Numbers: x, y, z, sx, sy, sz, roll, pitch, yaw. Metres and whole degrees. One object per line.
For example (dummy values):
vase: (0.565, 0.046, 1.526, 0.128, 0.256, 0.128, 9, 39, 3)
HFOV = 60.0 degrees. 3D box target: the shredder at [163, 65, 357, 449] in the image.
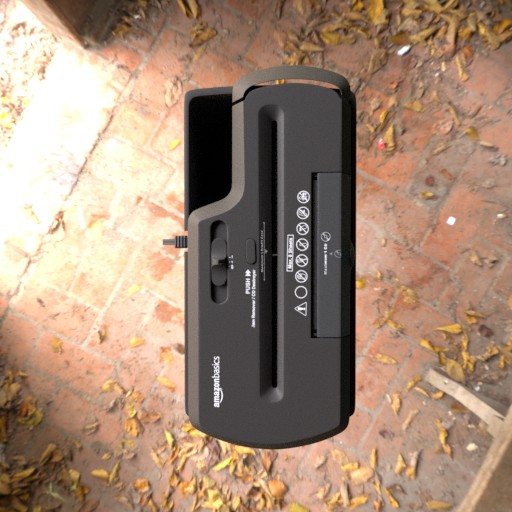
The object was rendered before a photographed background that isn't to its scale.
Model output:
shredder: (0.000, 0.000, 0.519, 0.170, 0.335, 0.320, 0, 91, 0)
